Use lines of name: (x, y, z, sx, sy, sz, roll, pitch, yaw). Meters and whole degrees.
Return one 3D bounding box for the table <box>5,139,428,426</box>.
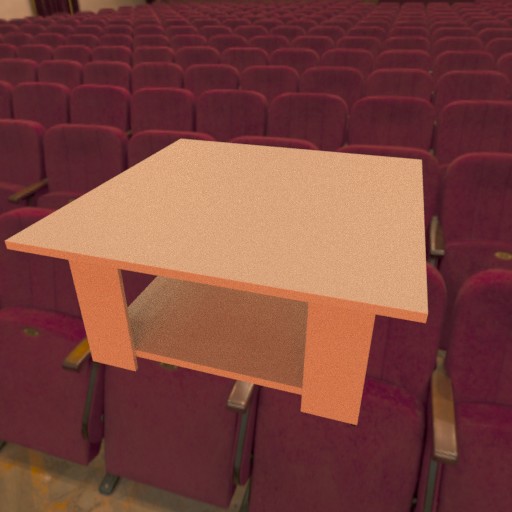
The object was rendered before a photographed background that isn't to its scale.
table: (0.000, 0.000, 1.007, 0.670, 0.305, 0.670, 9, 31, 15)
